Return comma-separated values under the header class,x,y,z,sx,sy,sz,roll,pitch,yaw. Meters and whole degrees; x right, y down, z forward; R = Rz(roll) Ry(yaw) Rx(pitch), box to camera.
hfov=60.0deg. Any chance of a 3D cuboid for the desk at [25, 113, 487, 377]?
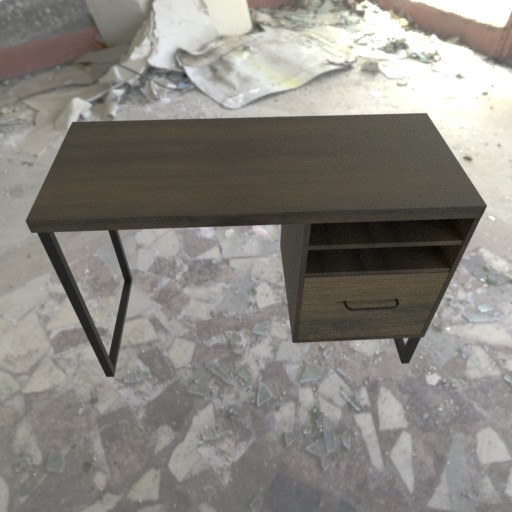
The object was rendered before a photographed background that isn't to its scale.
class,x,y,z,sx,sy,sz,roll,pitch,yaw
desk,0.000,0.000,1.509,1.134,0.752,0.511,-2,46,-2
